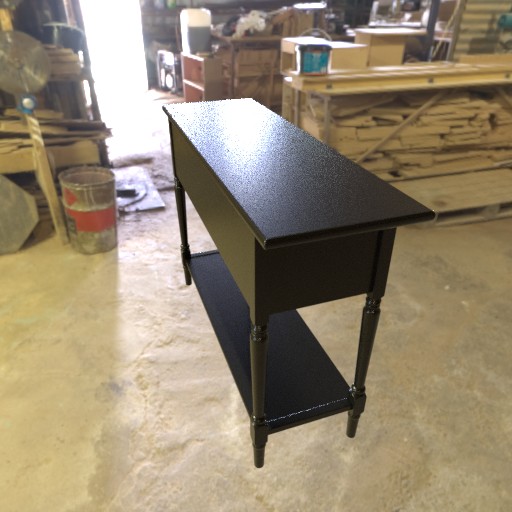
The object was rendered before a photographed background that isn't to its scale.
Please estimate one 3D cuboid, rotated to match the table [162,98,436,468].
[{"bbox_3d":[0.000,0.000,1.565,0.386,0.819,1.191,-10,33,-17],"label":"table"}]
